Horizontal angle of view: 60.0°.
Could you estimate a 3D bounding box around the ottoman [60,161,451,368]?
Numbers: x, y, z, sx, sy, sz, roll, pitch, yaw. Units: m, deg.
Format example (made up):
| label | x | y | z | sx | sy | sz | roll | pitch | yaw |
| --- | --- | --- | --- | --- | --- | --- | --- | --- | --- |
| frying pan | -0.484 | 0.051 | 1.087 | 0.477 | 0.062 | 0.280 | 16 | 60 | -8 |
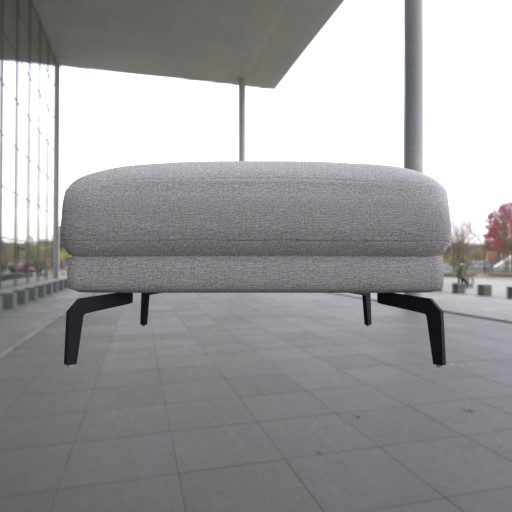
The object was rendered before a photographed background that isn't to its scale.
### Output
| label | x | y | z | sx | sy | sz | roll | pitch | yaw |
| --- | --- | --- | --- | --- | --- | --- | --- | --- | --- |
| ottoman | 0.000 | 0.000 | 1.096 | 0.772 | 0.420 | 0.568 | 0 | -1 | 0 |
